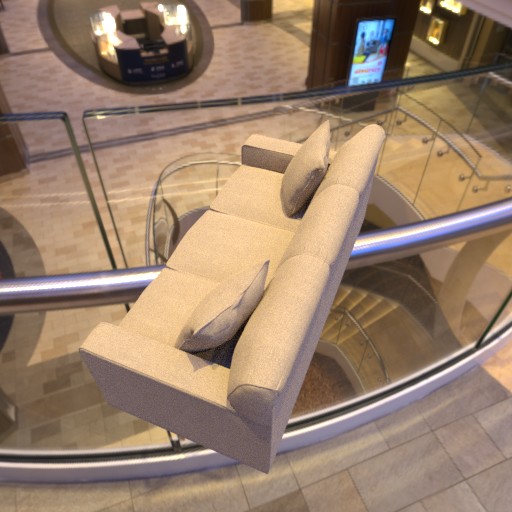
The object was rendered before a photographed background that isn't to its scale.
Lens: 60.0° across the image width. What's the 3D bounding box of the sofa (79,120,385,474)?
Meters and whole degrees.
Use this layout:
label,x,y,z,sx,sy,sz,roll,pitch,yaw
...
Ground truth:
label,x,y,z,sx,sy,sz,roll,pitch,yaw
sofa,0.000,0.000,2.630,0.997,0.958,2.024,17,48,16
